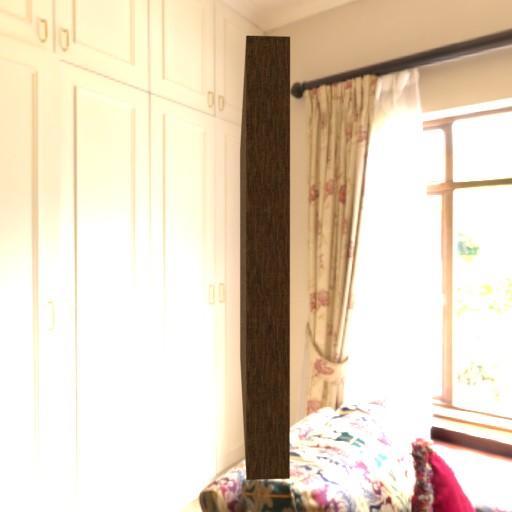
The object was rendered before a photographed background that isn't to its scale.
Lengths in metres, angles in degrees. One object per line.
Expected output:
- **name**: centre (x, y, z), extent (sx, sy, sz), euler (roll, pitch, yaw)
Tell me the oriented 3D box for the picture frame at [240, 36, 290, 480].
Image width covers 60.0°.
- **picture frame**: centre (0.000, 0.000, 0.519), extent (0.033, 0.330, 0.378), euler (0, 1, -3)
